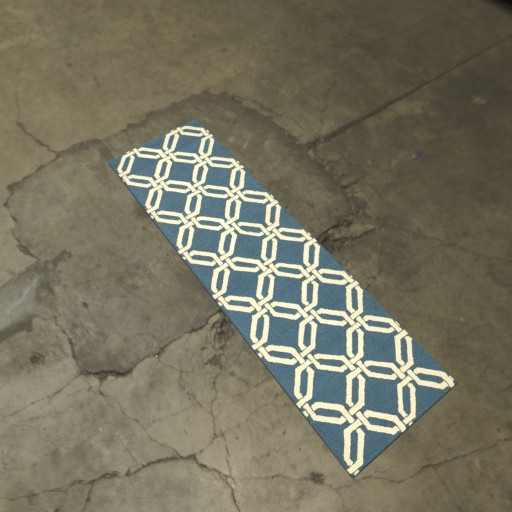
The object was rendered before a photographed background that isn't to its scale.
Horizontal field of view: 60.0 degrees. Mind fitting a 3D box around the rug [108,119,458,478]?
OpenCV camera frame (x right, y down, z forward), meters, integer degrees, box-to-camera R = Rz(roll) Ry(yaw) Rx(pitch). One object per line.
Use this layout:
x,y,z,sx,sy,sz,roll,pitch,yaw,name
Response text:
0.000,0.000,2.466,0.678,0.014,2.276,-32,63,-18,rug
